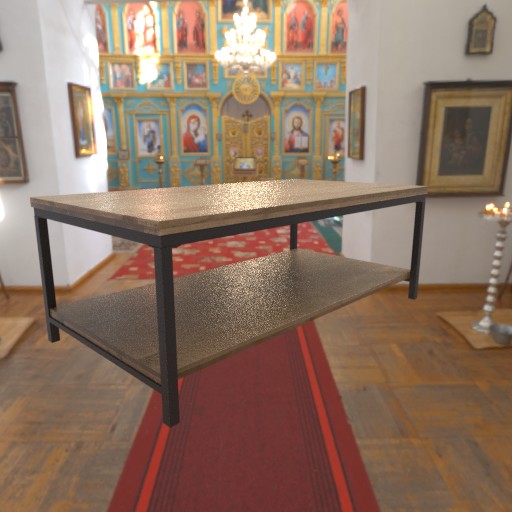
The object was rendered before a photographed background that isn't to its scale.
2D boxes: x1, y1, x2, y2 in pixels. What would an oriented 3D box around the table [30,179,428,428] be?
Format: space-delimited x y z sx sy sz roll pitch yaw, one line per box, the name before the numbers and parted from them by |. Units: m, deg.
table | 0.000 0.000 1.349 0.574 0.393 1.062 13 18 43
